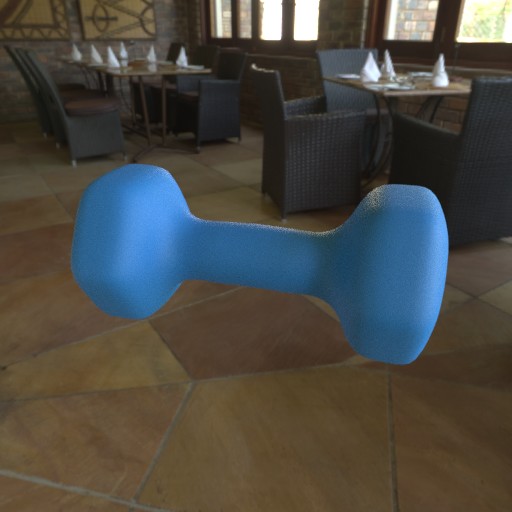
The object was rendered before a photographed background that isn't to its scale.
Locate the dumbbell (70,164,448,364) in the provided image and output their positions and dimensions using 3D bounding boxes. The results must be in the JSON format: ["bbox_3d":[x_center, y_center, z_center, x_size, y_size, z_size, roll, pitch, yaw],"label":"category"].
[{"bbox_3d":[0.000,0.000,0.193,0.152,0.066,0.074,7,28,14],"label":"dumbbell"}]
